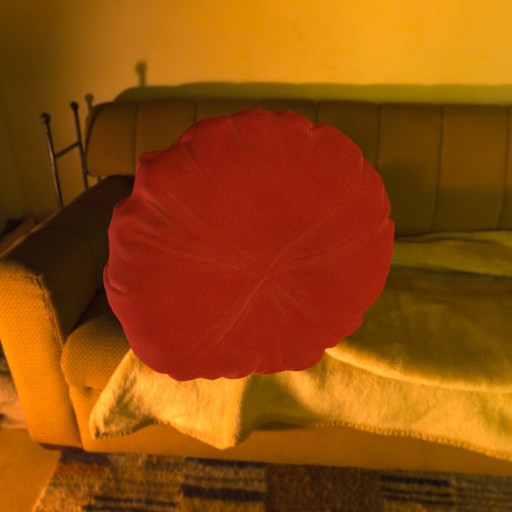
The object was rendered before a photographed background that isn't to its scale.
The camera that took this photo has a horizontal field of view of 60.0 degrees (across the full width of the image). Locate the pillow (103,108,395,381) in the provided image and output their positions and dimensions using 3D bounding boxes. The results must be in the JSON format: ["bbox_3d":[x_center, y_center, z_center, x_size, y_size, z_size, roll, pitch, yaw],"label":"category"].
[{"bbox_3d":[0.000,0.000,0.641,0.428,0.407,0.148,-7,27,-14],"label":"pillow"}]
